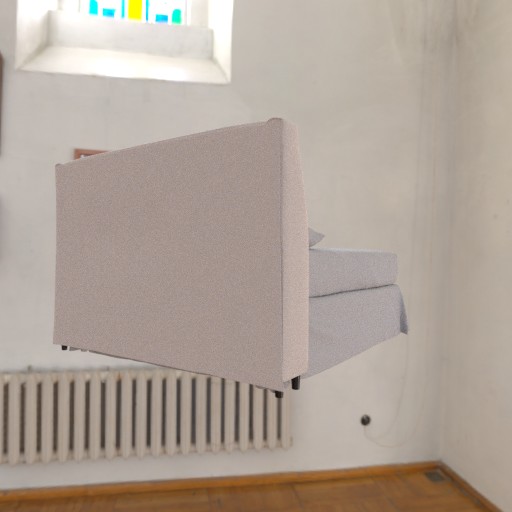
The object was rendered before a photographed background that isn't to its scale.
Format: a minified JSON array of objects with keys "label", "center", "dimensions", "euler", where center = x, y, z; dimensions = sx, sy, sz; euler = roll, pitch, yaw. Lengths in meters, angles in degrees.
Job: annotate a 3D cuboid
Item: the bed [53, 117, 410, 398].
[{"label":"bed","center":[0.000,0.000,3.496],"dimensions":[1.925,1.332,2.276],"euler":[0,0,35]}]
